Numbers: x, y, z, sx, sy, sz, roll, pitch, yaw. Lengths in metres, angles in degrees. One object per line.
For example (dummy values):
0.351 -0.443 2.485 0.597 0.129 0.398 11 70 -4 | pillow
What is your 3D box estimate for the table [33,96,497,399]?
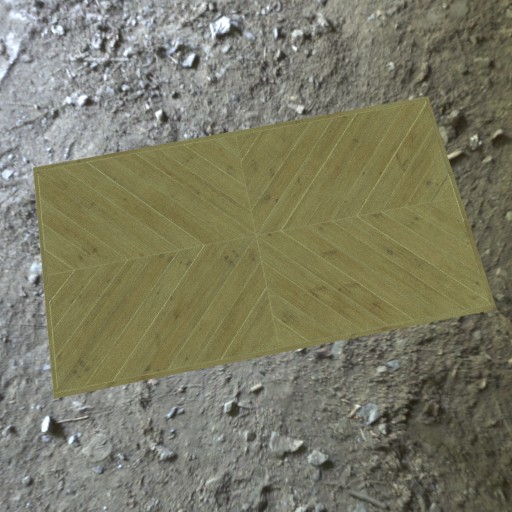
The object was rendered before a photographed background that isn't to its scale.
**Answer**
0.000 0.000 2.247 1.803 0.762 0.991 -11 77 -3 | table
